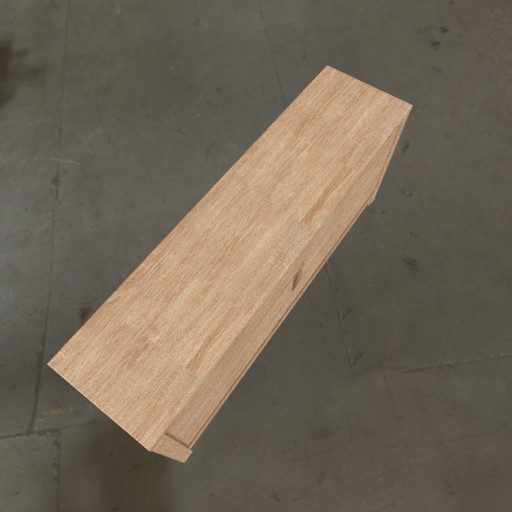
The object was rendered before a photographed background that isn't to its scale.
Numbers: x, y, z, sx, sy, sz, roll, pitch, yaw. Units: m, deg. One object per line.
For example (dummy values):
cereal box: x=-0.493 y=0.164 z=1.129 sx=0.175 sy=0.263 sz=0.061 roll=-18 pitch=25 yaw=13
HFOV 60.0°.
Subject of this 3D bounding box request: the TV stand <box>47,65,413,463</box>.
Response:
TV stand: x=0.000 y=0.000 z=1.708 sx=0.398 sy=0.610 sz=1.466 roll=32 pitch=67 yaw=16
